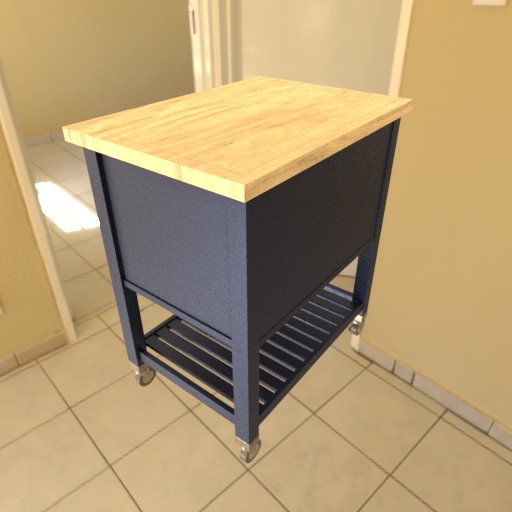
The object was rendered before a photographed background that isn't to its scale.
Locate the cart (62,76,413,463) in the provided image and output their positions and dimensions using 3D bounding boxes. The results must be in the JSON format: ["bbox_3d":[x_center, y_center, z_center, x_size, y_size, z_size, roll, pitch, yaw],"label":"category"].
[{"bbox_3d":[0.000,0.000,1.436,0.567,0.920,0.797,23,39,31],"label":"cart"}]
